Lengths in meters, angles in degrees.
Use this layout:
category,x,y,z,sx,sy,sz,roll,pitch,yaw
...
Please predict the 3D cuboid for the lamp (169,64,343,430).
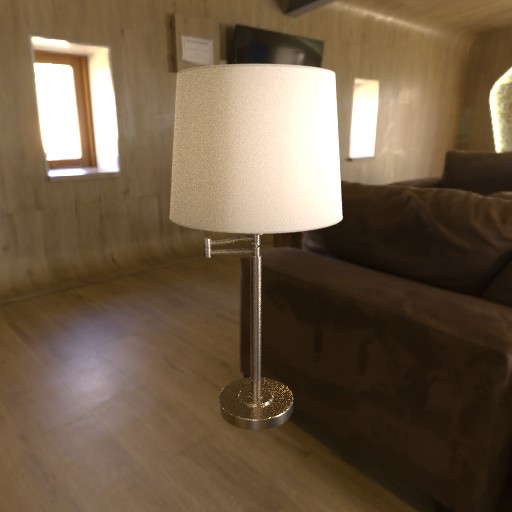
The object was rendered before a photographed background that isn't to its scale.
category,x,y,z,sx,sy,sz,roll,pitch,yaw
lamp,0.000,0.000,0.890,0.333,0.696,0.333,0,16,0
